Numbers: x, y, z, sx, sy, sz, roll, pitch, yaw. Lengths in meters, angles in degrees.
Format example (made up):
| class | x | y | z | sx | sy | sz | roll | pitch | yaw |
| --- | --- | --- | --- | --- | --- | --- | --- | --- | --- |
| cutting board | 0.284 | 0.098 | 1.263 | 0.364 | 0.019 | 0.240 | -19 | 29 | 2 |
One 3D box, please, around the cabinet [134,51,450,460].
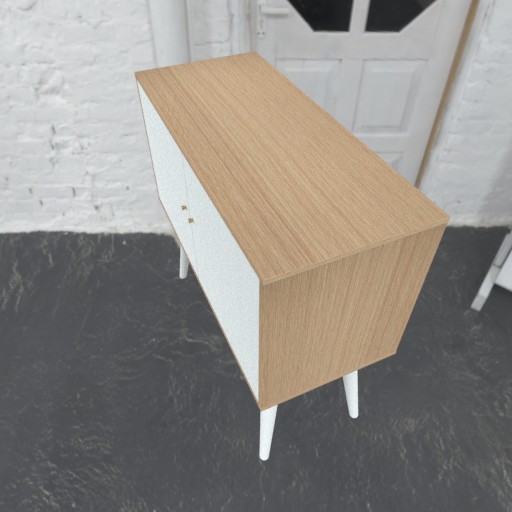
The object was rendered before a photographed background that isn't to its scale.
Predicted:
| class | x | y | z | sx | sy | sz | roll | pitch | yaw |
| --- | --- | --- | --- | --- | --- | --- | --- | --- | --- |
| cabinet | 0.000 | 0.000 | 1.613 | 0.470 | 1.016 | 1.057 | -18 | 48 | -17 |
